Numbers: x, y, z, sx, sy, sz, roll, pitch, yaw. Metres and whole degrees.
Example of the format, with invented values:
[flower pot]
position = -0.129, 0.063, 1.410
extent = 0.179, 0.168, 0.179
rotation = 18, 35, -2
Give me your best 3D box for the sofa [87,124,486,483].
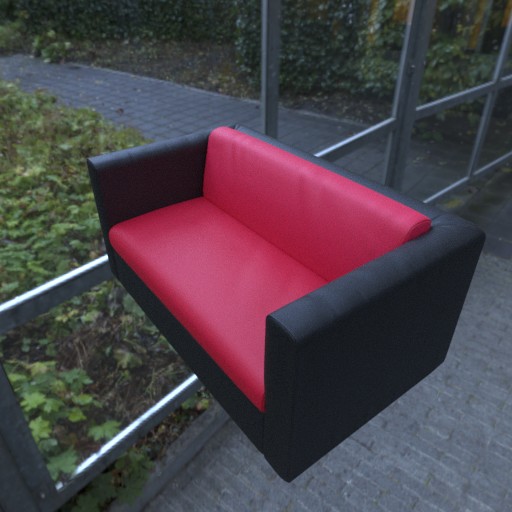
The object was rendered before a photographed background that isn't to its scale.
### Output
[sofa]
position = 0.000, 0.000, 1.859
extent = 0.845, 0.735, 1.410
rotation = -23, 40, -30
